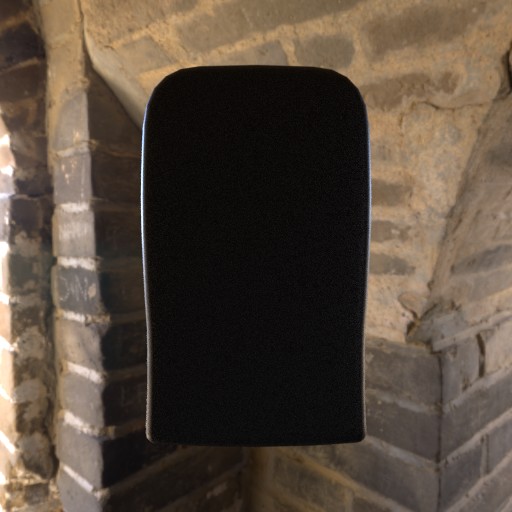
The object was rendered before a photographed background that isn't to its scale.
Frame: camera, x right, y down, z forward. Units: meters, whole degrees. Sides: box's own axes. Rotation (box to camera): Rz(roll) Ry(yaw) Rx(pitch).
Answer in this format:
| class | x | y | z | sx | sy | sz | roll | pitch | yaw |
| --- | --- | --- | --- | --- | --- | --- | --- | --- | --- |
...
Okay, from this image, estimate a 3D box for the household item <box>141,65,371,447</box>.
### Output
| class | x | y | z | sx | sy | sz | roll | pitch | yaw |
| --- | --- | --- | --- | --- | --- | --- | --- | --- | --- |
| household item | 0.000 | 0.000 | 0.147 | 0.070 | 0.114 | 0.038 | 0 | 0 | -1 |
